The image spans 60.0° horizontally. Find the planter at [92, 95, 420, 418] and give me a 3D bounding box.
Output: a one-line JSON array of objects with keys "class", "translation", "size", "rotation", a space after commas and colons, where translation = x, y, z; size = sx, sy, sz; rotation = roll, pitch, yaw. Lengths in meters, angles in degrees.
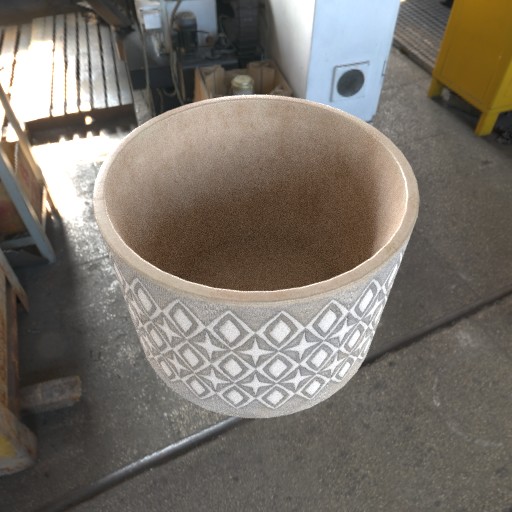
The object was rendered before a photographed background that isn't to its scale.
[{"class": "planter", "translation": [0.000, 0.000, 0.276], "size": [0.164, 0.127, 0.164], "rotation": [0, 48, 0]}]
